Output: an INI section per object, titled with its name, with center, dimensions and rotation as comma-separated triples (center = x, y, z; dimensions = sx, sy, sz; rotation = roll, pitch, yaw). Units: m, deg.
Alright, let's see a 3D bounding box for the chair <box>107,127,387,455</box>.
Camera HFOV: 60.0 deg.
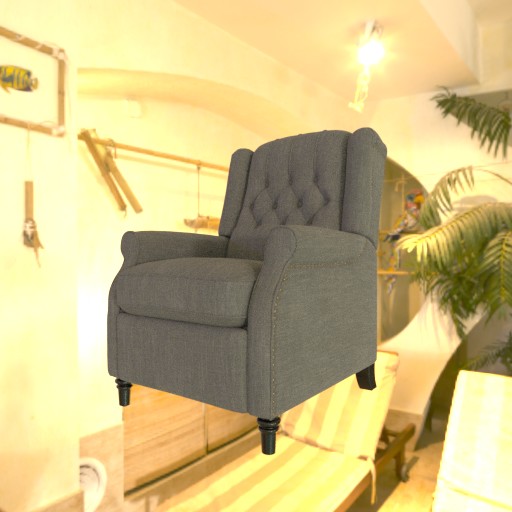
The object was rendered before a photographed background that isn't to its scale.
[chair]
center = 0.000, 0.000, 1.633
dimensions = 0.742, 1.035, 0.898
rotation = 1, 1, 36
